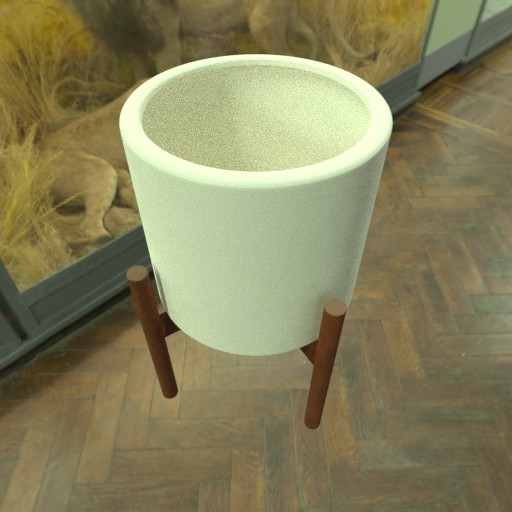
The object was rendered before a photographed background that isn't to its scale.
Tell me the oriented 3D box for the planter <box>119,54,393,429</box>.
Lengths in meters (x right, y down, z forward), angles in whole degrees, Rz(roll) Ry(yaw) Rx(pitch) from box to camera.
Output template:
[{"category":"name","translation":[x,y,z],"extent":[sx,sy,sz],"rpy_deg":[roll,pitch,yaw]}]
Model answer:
[{"category":"planter","translation":[0.000,0.000,0.495],"extent":[0.224,0.358,0.224],"rpy_deg":[9,46,9]}]
